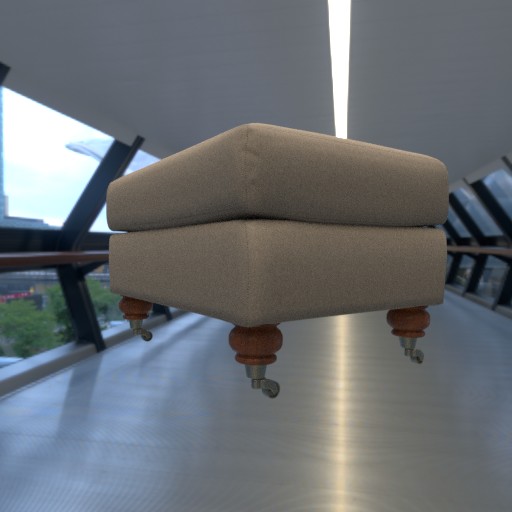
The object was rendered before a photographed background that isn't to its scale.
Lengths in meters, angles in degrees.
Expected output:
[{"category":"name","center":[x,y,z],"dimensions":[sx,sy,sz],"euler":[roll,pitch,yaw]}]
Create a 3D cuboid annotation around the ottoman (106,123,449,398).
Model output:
[{"category":"ottoman","center":[0.000,0.000,1.143],"dimensions":[0.574,0.497,0.773],"euler":[0,1,-35]}]
